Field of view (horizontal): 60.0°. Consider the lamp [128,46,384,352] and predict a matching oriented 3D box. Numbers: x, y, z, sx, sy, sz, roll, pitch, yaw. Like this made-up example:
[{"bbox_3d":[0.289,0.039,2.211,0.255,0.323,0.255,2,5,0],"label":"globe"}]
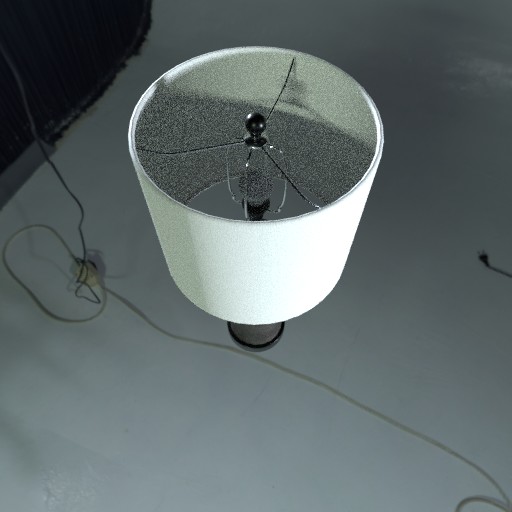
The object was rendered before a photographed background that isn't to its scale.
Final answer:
[{"bbox_3d":[0.000,0.000,0.793,0.305,0.634,0.305,17,60,10],"label":"lamp"}]
